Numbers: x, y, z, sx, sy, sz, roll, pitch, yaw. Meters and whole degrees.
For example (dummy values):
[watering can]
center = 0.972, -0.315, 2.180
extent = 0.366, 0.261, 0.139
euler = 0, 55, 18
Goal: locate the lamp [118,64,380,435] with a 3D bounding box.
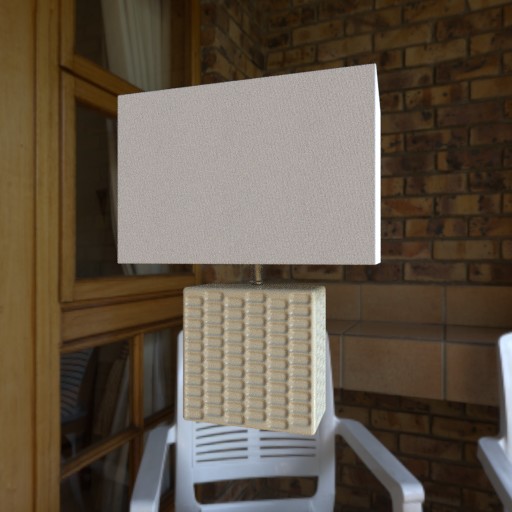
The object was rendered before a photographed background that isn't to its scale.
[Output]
[lamp]
center = 0.000, 0.000, 0.713
extent = 0.380, 0.515, 0.200
euler = 0, 0, 17
